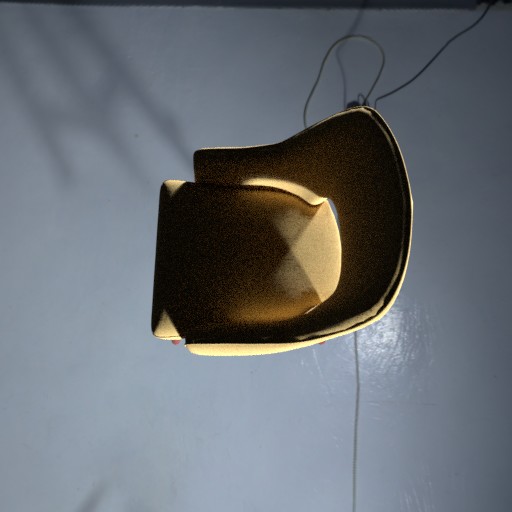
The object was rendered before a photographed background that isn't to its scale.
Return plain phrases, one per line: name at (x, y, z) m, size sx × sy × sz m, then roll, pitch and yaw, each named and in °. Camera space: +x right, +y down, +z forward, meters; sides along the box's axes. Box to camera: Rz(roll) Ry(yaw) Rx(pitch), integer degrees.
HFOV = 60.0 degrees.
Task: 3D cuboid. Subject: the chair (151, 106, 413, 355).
chair at (0.000, 0.000, 1.240) m, size 0.605 × 0.849 × 0.548 m, roll 0°, pitch 76°, yaw 0°
